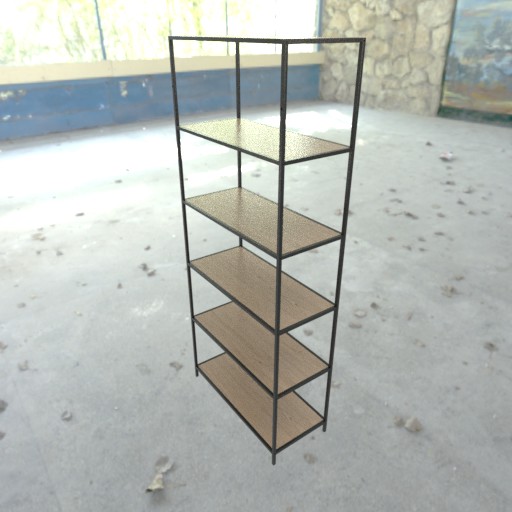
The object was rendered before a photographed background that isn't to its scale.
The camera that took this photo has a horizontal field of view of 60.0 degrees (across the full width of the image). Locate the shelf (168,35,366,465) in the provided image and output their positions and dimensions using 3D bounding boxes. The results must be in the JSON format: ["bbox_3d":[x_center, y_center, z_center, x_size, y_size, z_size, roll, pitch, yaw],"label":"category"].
[{"bbox_3d":[0.000,0.000,2.085,0.350,1.850,0.770,-18,32,-31],"label":"shelf"}]
